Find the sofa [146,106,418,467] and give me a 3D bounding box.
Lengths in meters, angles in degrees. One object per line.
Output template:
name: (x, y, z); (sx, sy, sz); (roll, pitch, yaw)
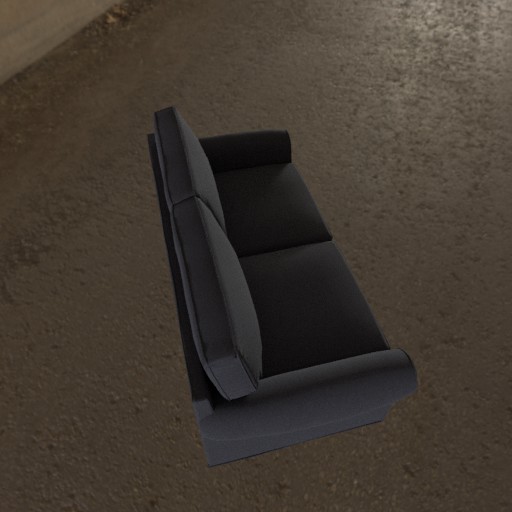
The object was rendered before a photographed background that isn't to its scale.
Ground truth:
sofa: (0.000, 0.000, 2.491); (0.951, 1.031, 2.009); (-11, 50, -10)
